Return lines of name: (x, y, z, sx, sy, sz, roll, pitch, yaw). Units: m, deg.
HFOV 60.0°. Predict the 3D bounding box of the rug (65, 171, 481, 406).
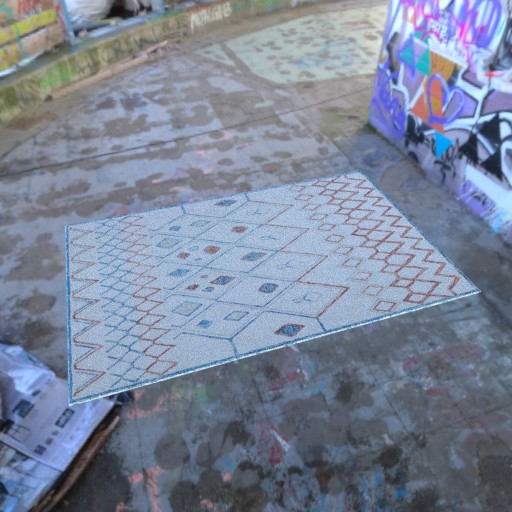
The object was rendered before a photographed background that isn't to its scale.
rug: (0.000, 0.000, 2.998, 2.438, 0.015, 1.524, -12, 43, -14)
